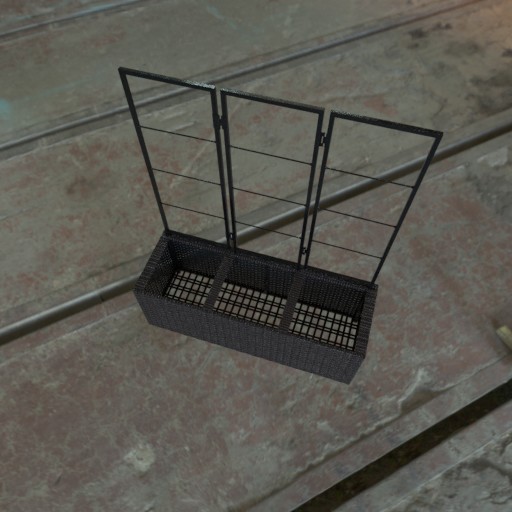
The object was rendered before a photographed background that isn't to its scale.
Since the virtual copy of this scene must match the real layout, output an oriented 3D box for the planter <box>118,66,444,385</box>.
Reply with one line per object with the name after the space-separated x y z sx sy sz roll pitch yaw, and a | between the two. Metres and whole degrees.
0.000 0.000 1.176 0.699 0.841 0.244 15 58 9 | planter
